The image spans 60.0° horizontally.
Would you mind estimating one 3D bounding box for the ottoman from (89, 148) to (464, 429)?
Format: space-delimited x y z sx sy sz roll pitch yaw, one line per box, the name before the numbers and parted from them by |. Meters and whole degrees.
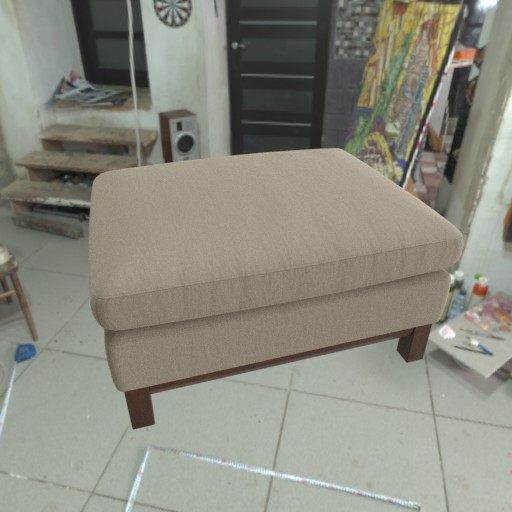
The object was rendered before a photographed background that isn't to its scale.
ottoman | 0.000 0.000 1.141 0.771 0.420 0.606 -9 33 -14
